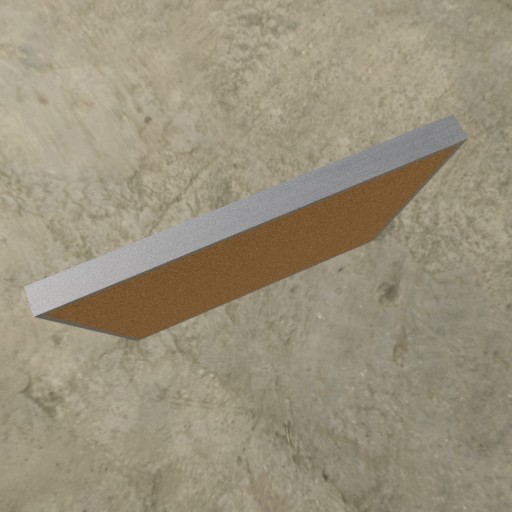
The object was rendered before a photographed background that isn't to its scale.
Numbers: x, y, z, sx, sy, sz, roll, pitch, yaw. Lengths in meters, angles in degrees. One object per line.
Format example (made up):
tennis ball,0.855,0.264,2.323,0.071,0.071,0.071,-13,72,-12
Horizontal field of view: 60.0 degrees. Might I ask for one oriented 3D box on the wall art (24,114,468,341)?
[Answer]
wall art,0.000,0.000,0.745,0.557,0.450,0.037,-23,77,-6
